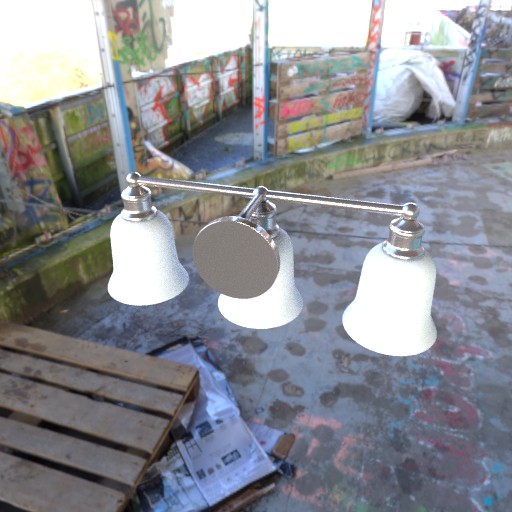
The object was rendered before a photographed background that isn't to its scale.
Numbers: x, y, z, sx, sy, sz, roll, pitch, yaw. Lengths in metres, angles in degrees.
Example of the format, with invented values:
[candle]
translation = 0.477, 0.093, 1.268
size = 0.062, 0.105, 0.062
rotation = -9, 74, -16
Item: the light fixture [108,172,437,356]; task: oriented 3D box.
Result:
[light fixture]
translation = 0.000, 0.000, 0.684
size = 0.570, 0.211, 0.198
rotation = 9, 31, 14
